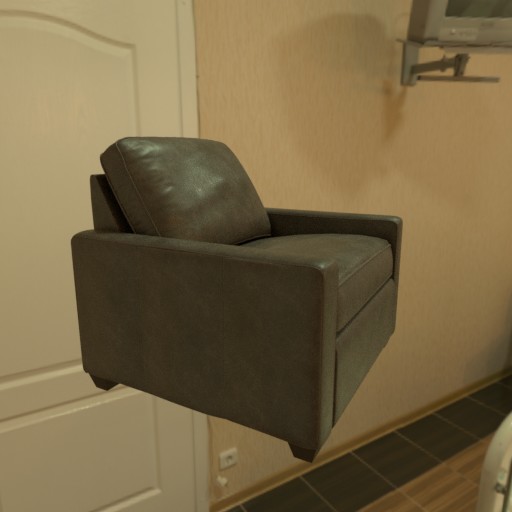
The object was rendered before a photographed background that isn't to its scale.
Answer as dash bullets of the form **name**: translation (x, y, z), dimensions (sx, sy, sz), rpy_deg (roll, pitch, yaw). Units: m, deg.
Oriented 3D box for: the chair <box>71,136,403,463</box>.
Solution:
- **chair**: translation (0.000, 0.000, 1.748), dimensions (0.939, 0.916, 1.006), rpy_deg (7, 15, 28)
